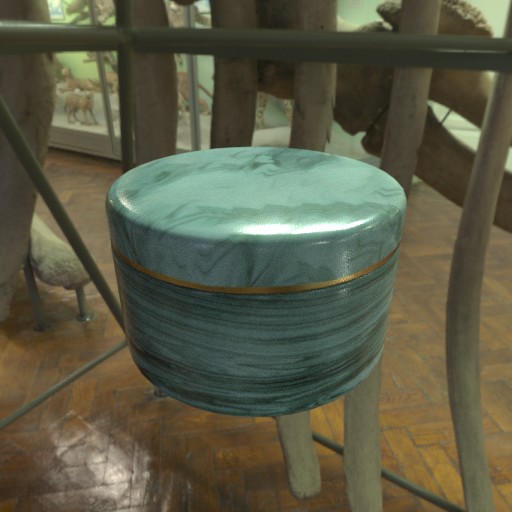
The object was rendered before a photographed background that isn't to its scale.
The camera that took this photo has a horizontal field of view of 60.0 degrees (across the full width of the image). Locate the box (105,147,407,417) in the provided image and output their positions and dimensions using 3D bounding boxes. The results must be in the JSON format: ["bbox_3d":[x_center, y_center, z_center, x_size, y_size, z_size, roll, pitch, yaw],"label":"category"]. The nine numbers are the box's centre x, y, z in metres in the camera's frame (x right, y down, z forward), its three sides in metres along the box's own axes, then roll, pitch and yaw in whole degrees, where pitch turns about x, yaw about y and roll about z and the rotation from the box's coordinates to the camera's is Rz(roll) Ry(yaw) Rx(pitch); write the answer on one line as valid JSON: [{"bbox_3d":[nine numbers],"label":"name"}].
[{"bbox_3d":[0.000,0.000,0.167,0.101,0.063,0.101,0,27,0],"label":"box"}]
